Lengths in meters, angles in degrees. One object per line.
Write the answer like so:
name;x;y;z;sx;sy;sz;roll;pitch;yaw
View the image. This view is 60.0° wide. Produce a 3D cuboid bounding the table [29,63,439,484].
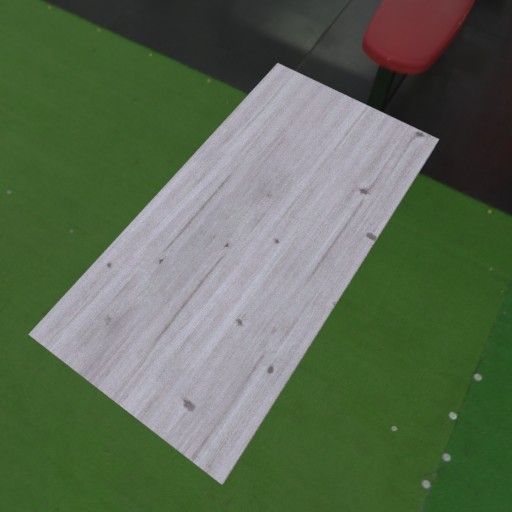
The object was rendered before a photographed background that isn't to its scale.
table;0.000;0.000;1.660;0.700;0.450;1.350;31;68;14
